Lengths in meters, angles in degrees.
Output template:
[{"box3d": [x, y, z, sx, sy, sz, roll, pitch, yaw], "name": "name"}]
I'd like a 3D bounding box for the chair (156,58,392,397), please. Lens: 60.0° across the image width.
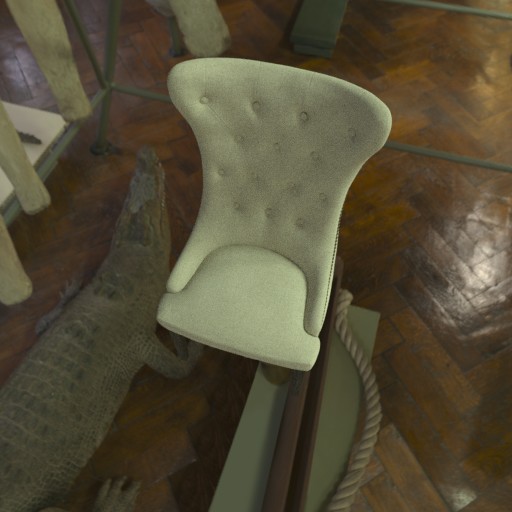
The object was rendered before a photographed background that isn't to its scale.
[{"box3d": [0.000, 0.000, 1.453, 0.584, 1.065, 0.590, 15, 59, 9], "name": "chair"}]
